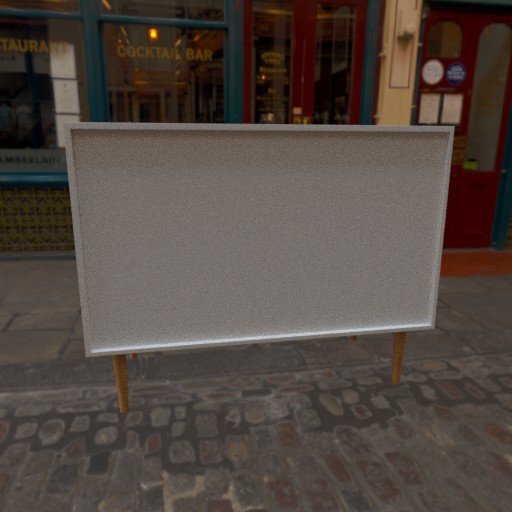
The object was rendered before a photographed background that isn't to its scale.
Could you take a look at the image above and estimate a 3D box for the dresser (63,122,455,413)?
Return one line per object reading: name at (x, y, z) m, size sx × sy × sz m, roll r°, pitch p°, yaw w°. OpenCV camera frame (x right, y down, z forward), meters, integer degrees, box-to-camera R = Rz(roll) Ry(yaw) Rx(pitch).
dresser at (0.000, 0.000, 1.307) m, size 0.905 × 0.721 × 0.457 m, roll -3°, pitch 14°, yaw -10°
